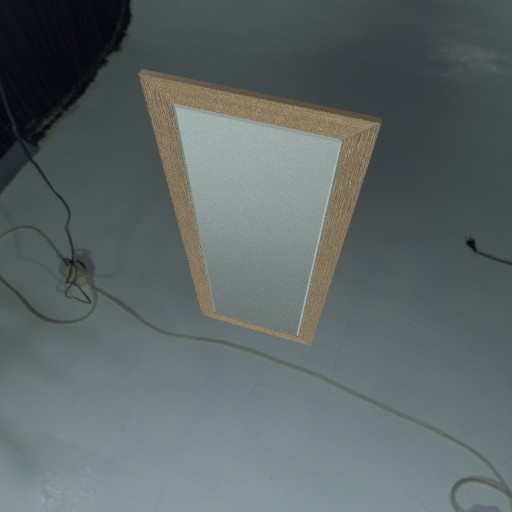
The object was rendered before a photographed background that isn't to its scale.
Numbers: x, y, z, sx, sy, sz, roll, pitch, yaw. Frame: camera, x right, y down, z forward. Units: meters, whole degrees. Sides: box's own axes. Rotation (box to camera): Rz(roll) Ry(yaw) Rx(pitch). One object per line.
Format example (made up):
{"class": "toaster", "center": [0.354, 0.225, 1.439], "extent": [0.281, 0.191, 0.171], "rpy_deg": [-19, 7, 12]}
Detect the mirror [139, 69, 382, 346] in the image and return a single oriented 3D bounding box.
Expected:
{"class": "mirror", "center": [0.000, 0.000, 2.302], "extent": [0.812, 2.031, 0.026], "rpy_deg": [15, 60, 9]}
